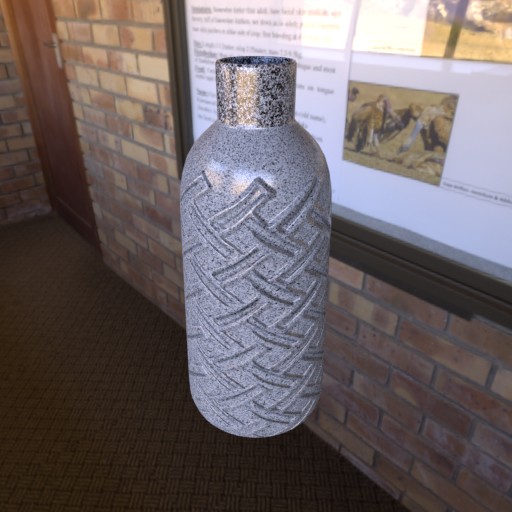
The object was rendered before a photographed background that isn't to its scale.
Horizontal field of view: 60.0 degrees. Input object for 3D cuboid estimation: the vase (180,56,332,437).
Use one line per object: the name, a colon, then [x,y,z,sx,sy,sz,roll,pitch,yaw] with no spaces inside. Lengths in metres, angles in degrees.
vase: [0.000,0.000,0.347,0.122,0.282,0.122,0,30,0]
